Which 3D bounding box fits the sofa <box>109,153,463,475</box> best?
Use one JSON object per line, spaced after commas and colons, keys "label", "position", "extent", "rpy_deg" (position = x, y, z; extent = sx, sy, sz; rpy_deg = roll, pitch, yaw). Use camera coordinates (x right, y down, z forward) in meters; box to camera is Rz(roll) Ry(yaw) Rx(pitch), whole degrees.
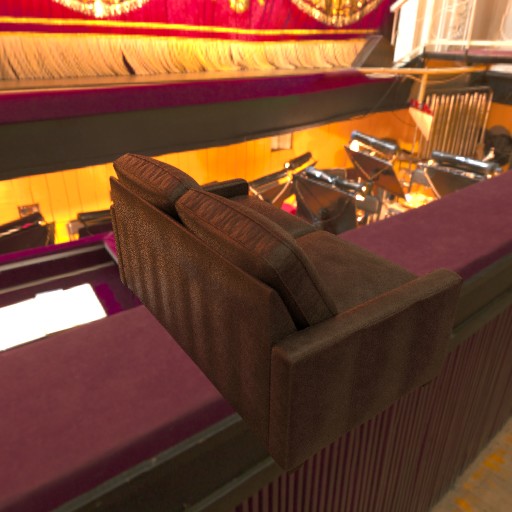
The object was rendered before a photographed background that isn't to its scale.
{"label": "sofa", "position": [0.000, 0.000, 2.281], "extent": [0.939, 0.916, 1.732], "rpy_deg": [-18, 32, -31]}
